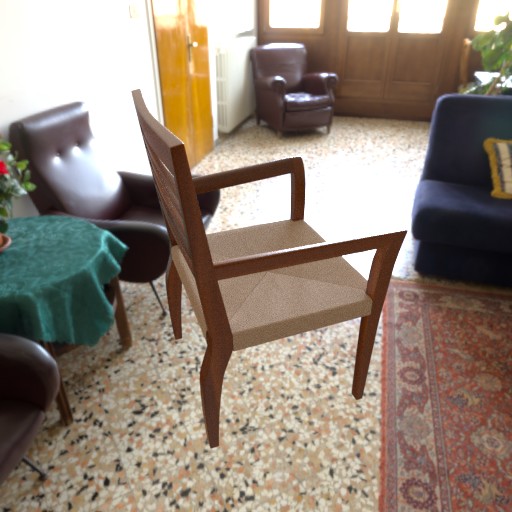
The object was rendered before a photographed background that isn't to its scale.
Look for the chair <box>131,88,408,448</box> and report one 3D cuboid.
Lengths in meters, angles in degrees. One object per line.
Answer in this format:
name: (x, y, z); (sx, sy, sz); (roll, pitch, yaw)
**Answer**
chair: (0.000, 0.000, 1.277); (0.540, 0.855, 0.587); (-11, 32, -17)
